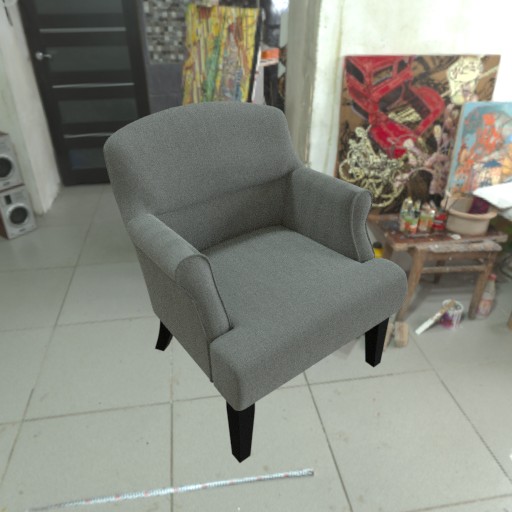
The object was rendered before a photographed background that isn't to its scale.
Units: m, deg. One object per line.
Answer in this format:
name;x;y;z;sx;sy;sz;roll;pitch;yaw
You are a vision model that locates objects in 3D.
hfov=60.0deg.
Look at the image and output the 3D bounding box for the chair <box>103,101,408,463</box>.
chair;0.000;0.000;1.499;0.772;0.880;0.755;-22;38;-32
